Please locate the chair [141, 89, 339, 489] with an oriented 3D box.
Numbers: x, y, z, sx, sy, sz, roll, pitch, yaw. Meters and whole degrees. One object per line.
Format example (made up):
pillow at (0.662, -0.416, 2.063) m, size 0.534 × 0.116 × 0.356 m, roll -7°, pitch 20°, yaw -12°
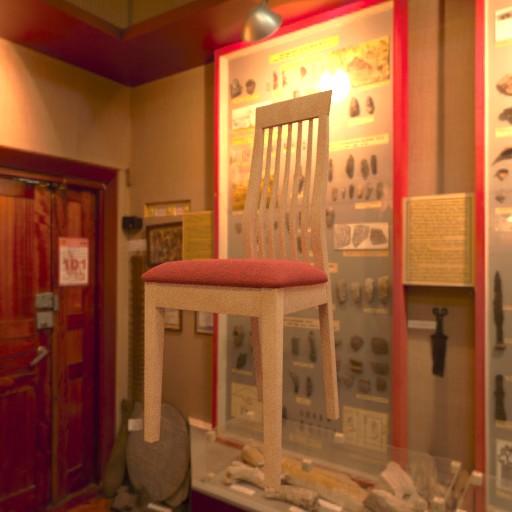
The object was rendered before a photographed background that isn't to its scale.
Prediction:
chair at (0.000, 0.000, 1.287) m, size 0.460 × 1.027 × 0.474 m, roll 0°, pitch 0°, yaw 36°
